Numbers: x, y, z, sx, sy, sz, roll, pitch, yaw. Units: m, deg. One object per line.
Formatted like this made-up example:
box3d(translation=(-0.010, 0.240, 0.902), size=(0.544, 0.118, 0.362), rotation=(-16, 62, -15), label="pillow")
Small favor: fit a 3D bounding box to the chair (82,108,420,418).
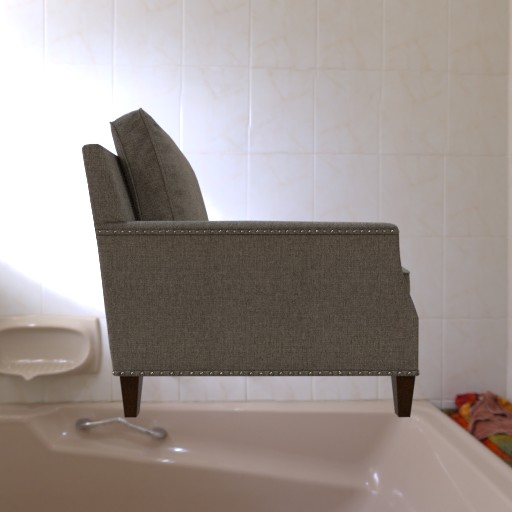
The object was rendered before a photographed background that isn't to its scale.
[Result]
box3d(translation=(0.000, 0.000, 1.705), size=(1.014, 0.943, 0.853), rotation=(0, 1, 0), label="chair")
